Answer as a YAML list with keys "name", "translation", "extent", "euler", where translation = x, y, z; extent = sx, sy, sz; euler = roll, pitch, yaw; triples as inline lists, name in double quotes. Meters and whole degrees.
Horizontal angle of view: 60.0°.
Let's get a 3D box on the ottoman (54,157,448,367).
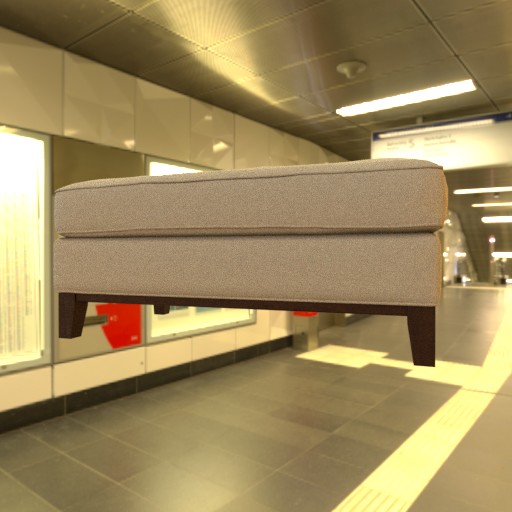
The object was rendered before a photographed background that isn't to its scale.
- name: "ottoman"
  translation: [0.000, 0.000, 1.484]
  extent: [1.143, 0.508, 0.648]
  euler: [0, 1, 19]
